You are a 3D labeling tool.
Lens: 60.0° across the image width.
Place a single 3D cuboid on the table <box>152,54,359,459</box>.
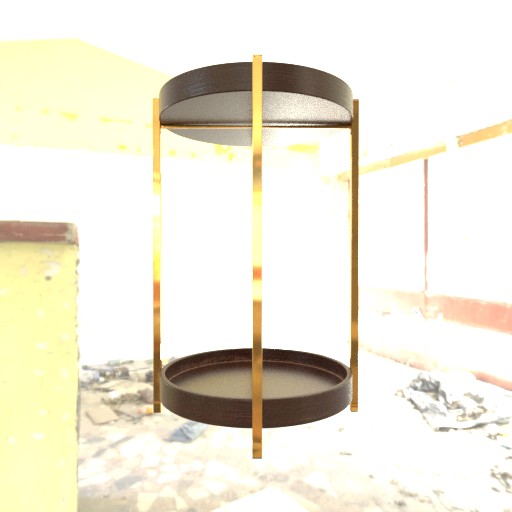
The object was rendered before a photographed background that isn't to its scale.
[{"bbox_3d":[0.000,0.000,0.867,0.400,0.610,0.400,0,1,-1],"label":"table"}]
